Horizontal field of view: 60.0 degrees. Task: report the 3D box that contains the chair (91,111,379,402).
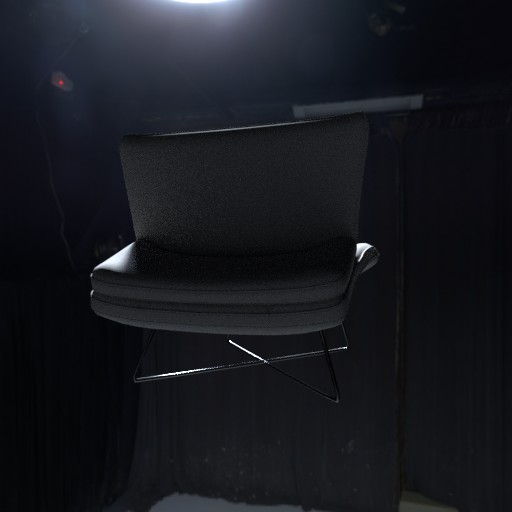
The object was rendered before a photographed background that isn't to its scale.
[{"bbox_3d":[0.000,0.000,1.657,0.859,0.855,1.008,0,0,18],"label":"chair"}]
